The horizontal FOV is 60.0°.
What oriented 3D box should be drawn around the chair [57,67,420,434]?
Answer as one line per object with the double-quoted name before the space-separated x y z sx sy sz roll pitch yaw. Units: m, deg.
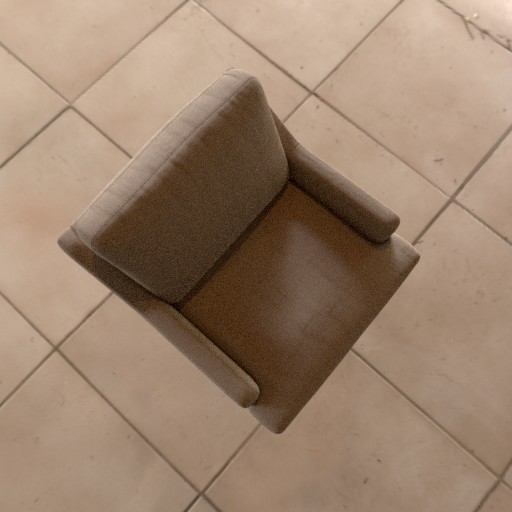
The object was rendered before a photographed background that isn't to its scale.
"chair" 0.000 0.000 1.698 1.001 0.916 0.912 40 80 9
